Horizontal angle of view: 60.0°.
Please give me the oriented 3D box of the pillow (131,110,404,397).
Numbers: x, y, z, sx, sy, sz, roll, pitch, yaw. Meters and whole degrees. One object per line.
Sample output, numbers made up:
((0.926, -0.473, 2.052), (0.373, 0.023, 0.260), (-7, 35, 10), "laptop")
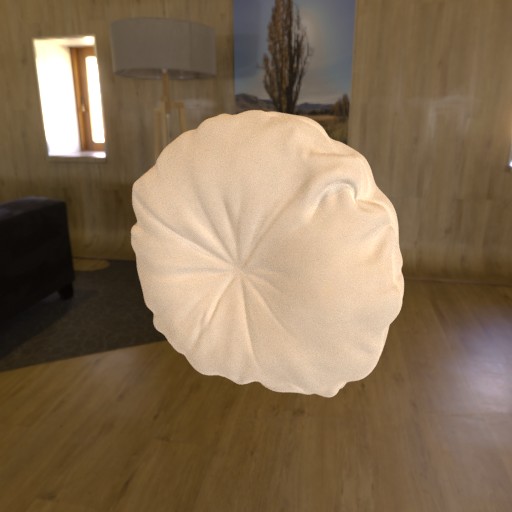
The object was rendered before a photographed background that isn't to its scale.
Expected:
((0.000, 0.000, 0.652), (0.428, 0.407, 0.148), (9, 19, 26), "pillow")
